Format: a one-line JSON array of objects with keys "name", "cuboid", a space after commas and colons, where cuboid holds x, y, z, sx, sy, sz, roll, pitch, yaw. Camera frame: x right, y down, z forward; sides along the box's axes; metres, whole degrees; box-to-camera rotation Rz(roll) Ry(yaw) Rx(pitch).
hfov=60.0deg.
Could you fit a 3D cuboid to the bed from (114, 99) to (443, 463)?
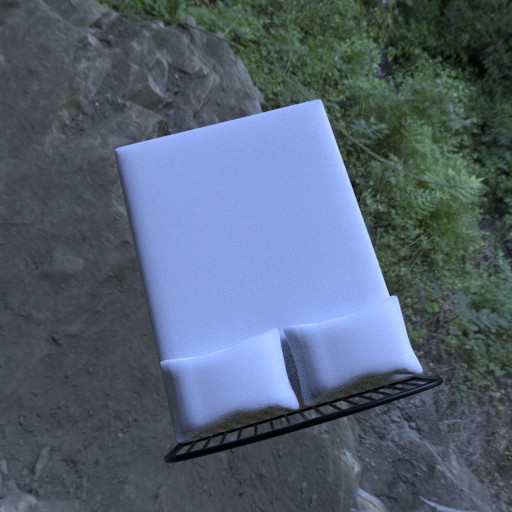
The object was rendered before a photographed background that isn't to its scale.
[{"name": "bed", "cuboid": [0.000, 0.000, 3.059, 1.618, 1.166, 2.159, -15, 76, -4]}]
